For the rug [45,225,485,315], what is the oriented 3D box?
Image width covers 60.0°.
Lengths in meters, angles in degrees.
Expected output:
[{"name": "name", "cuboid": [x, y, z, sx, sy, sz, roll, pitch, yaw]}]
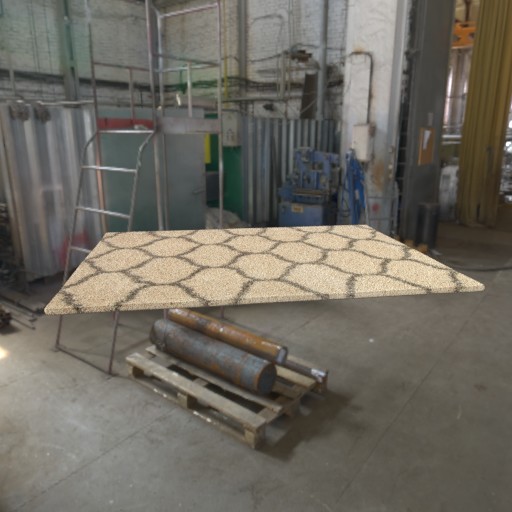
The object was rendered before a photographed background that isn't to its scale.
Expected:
[{"name": "rug", "cuboid": [0.000, 0.000, 2.145, 1.600, 0.025, 1.200, -2, 16, -8]}]
